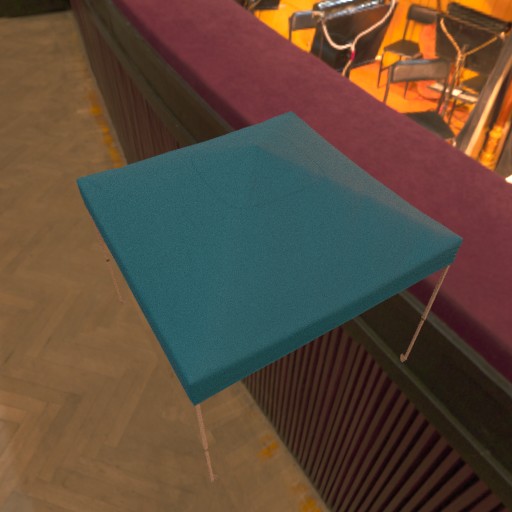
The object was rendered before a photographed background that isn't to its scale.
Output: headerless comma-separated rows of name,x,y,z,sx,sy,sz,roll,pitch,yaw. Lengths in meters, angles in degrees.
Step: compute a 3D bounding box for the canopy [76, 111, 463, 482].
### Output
canopy,0.000,0.000,5.226,2.996,2.997,2.998,-24,51,-21
